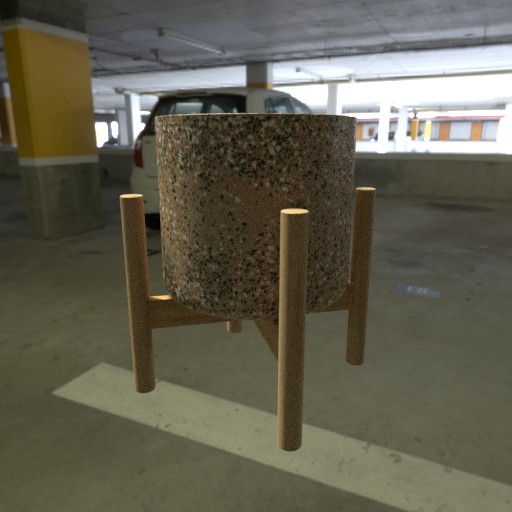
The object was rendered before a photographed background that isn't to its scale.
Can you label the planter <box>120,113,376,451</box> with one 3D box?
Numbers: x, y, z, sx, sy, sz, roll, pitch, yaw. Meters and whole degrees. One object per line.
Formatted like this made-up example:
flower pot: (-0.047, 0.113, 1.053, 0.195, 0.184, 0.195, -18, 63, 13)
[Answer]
planter: (0.000, 0.000, 0.539, 0.284, 0.320, 0.284, 2, 15, 8)
